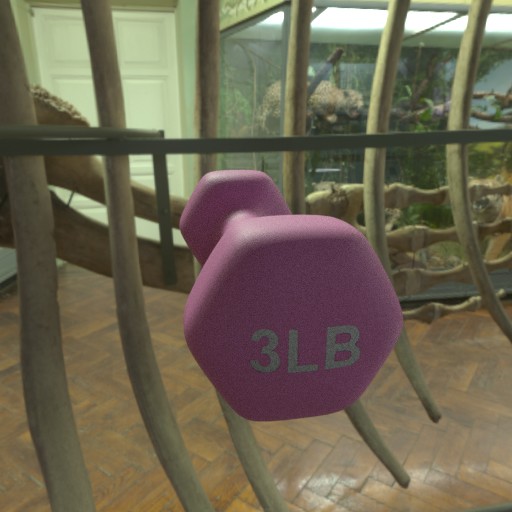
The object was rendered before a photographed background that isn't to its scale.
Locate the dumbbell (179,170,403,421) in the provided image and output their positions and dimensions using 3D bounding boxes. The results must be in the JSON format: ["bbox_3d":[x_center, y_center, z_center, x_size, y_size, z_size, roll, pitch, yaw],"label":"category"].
[{"bbox_3d":[0.000,0.000,0.187,0.064,0.058,0.159,-3,17,-9],"label":"dumbbell"}]
